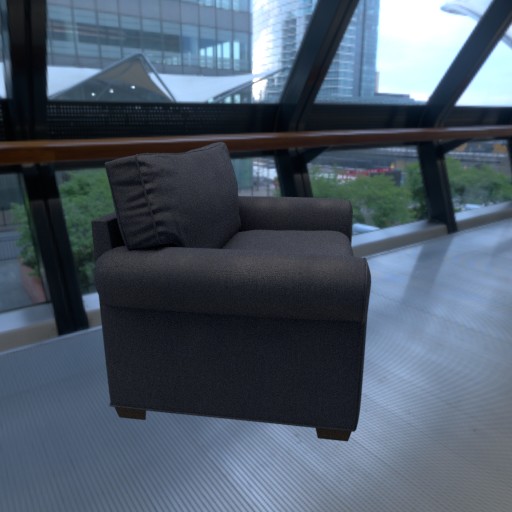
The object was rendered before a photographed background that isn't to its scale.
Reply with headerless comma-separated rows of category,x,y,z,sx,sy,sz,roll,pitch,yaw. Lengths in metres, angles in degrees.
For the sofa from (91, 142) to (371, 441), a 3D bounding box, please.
sofa,0.000,0.000,2.081,0.938,1.004,1.405,3,16,9
